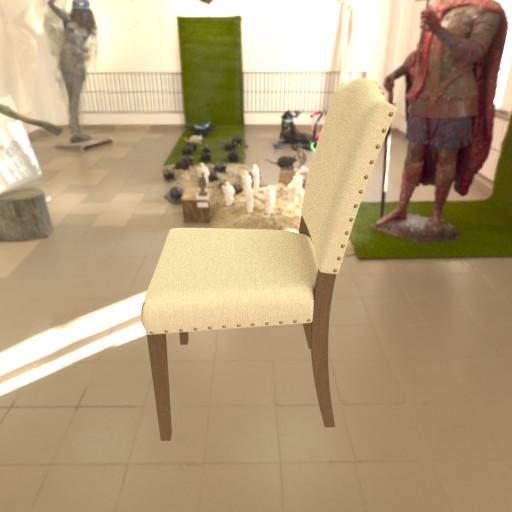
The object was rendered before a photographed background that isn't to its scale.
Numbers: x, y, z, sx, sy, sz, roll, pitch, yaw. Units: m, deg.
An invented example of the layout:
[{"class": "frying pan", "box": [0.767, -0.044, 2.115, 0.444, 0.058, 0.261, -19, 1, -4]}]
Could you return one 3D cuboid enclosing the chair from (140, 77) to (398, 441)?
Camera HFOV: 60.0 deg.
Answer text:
[{"class": "chair", "box": [0.000, 0.000, 1.358, 0.619, 1.015, 0.508, -1, 27, -1]}]
